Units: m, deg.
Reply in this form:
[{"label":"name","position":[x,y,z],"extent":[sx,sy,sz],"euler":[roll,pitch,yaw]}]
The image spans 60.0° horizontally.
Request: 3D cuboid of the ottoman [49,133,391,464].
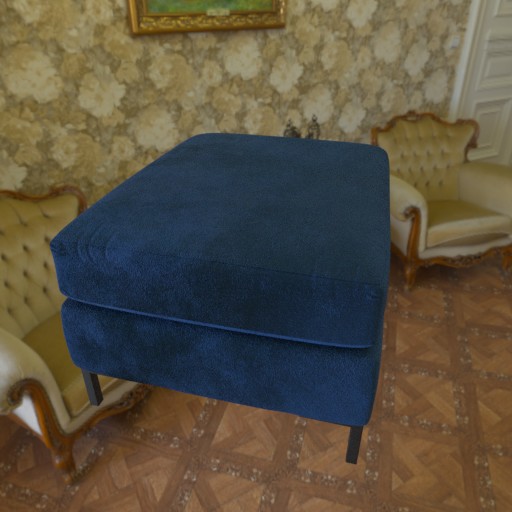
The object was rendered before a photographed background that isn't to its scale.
[{"label":"ottoman","position":[0.000,0.000,1.163],"extent":[0.655,0.485,0.794],"euler":[8,31,13]}]
